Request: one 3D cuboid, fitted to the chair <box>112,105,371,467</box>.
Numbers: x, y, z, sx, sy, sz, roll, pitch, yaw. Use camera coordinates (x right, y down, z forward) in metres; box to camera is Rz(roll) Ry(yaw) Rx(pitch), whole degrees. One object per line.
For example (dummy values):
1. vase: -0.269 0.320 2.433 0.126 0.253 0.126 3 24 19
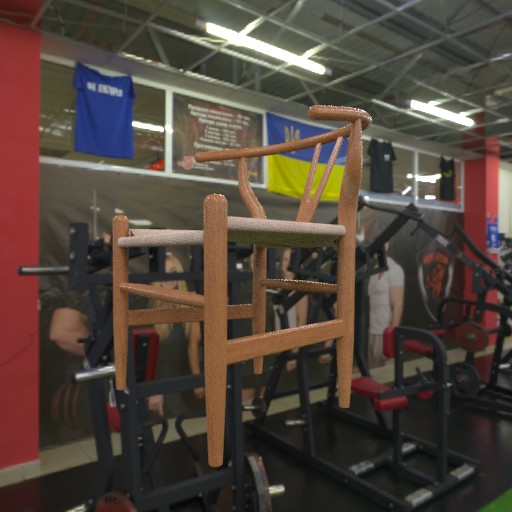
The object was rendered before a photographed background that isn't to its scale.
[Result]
1. chair: 0.000 0.000 1.149 0.579 0.730 0.569 0 0 -35
